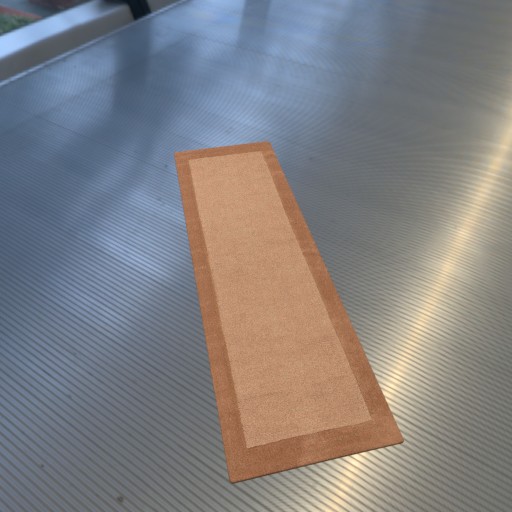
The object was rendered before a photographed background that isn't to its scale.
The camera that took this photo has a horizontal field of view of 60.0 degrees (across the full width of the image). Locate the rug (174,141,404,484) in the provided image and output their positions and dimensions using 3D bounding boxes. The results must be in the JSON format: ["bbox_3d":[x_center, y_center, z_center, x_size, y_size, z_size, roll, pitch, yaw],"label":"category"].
[{"bbox_3d":[0.000,0.000,2.669,0.764,0.017,2.439,-9,47,-9],"label":"rug"}]
